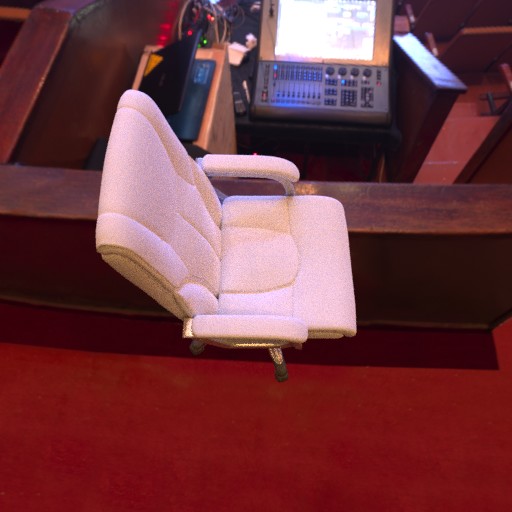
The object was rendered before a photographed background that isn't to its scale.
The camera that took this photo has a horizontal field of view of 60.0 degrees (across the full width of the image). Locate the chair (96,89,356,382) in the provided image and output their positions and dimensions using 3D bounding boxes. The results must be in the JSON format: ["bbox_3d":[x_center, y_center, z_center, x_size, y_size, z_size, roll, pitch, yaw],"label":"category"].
[{"bbox_3d":[0.000,0.000,1.562,0.738,1.120,0.687,0,64,0],"label":"chair"}]
